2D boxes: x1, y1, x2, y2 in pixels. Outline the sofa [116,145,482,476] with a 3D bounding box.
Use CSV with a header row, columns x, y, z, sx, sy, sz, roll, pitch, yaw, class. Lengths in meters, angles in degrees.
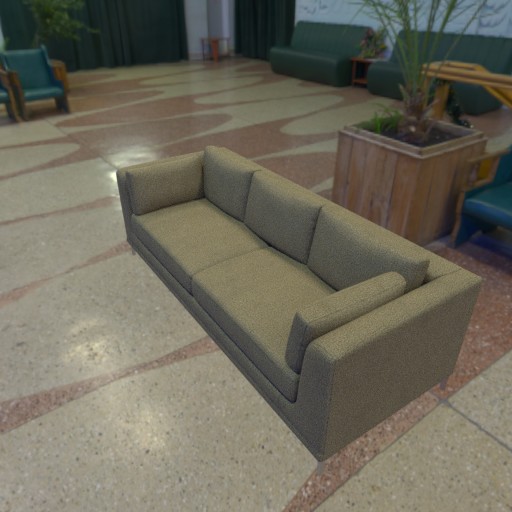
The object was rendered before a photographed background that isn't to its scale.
x,y,z,sx,sy,sz,roll,pitch,yaw,class
0.000,0.000,2.874,0.969,0.867,2.415,-19,36,-29,sofa
